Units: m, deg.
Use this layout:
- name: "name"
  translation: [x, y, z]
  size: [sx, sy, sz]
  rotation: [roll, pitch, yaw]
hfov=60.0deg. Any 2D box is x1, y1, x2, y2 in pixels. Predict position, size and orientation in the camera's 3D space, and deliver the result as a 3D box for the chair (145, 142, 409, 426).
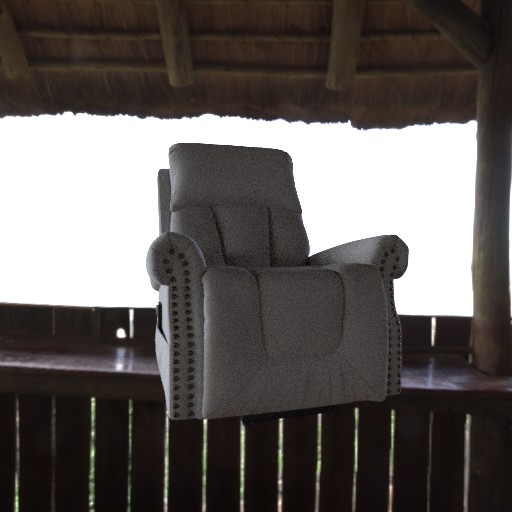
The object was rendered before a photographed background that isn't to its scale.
- name: "chair"
  translation: [0.000, 0.000, 1.731]
  size: [0.871, 1.031, 0.979]
  rotation: [0, 1, -17]
